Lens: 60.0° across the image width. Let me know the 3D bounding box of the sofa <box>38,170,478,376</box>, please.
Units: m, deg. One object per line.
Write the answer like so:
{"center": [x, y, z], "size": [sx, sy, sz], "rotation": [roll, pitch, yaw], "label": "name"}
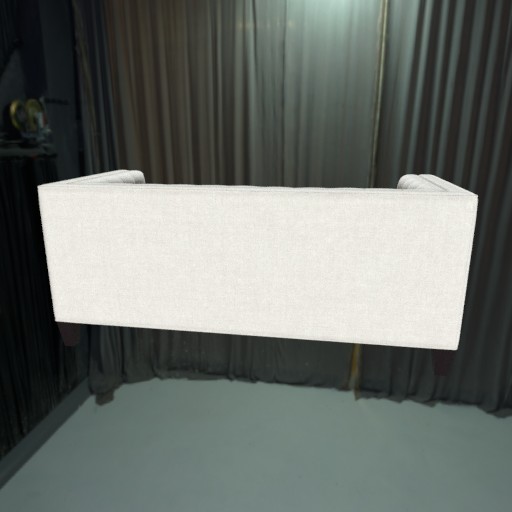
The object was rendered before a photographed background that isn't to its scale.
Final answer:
{"center": [0.000, 0.000, 2.215], "size": [1.778, 0.762, 0.775], "rotation": [3, 16, 9], "label": "sofa"}
